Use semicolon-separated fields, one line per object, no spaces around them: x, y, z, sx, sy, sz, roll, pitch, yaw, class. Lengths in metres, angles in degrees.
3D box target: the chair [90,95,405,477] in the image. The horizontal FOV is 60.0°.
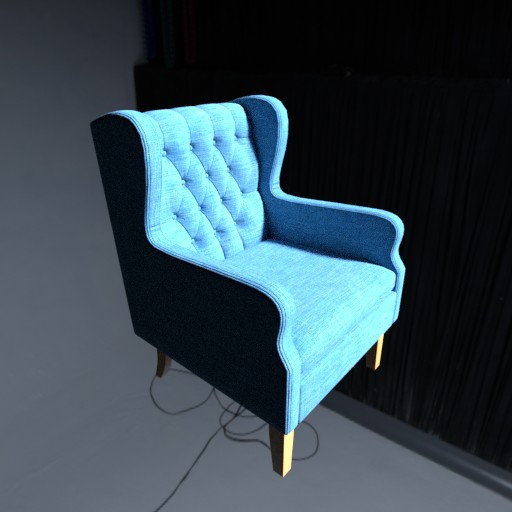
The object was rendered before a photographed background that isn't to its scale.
0.000;0.000;1.485;0.775;0.952;0.711;19;31;35;chair
